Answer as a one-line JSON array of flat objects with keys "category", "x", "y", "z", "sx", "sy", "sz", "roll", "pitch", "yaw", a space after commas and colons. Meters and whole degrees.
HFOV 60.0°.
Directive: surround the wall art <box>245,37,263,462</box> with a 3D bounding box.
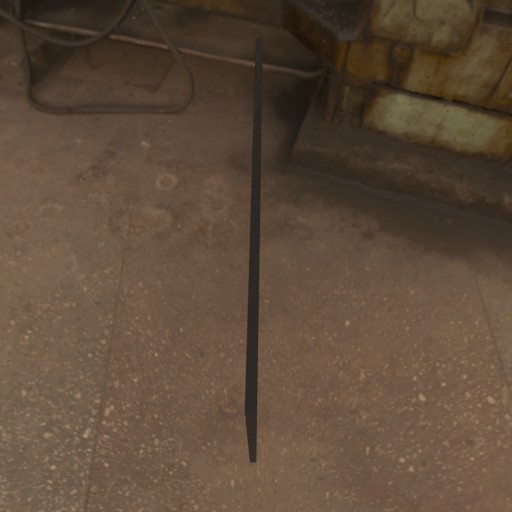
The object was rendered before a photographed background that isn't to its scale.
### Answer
[{"category": "wall art", "x": 0.000, "y": 0.000, "z": 0.841, "sx": 0.013, "sy": 0.458, "sz": 0.664, "roll": 1, "pitch": 59, "yaw": 1}]
